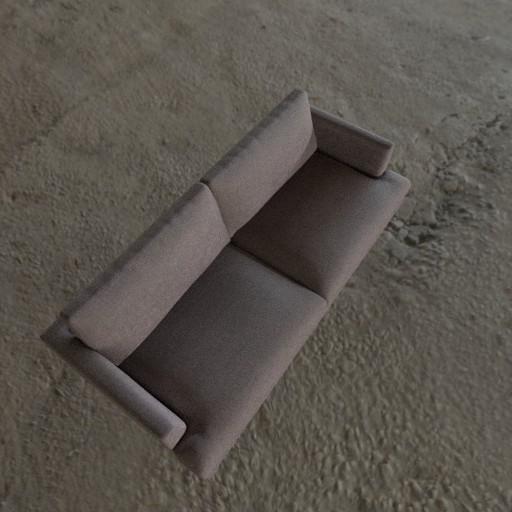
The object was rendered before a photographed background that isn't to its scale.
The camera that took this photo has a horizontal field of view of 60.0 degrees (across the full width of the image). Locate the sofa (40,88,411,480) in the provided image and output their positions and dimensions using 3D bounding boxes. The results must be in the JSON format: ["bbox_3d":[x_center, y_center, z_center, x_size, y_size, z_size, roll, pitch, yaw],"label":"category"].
[{"bbox_3d":[0.000,0.000,2.669,1.020,0.868,2.250,31,63,18],"label":"sofa"}]
